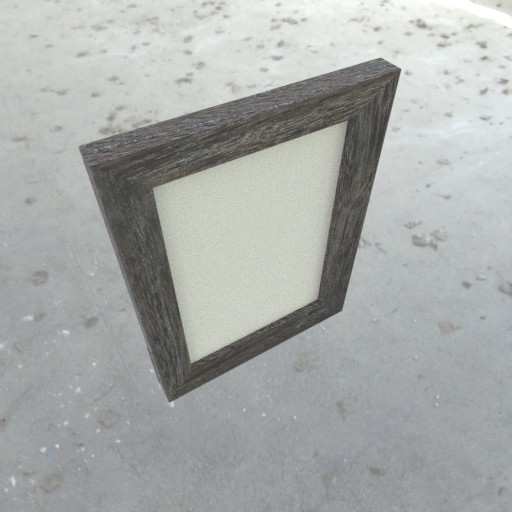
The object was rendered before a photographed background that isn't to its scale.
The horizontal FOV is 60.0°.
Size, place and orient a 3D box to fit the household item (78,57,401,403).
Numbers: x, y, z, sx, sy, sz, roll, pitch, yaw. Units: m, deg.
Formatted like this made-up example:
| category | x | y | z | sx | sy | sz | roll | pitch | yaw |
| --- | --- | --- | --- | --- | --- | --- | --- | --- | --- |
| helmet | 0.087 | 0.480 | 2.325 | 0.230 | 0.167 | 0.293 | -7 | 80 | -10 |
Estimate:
| category | x | y | z | sx | sy | sz | roll | pitch | yaw |
| --- | --- | --- | --- | --- | --- | --- | --- | --- | --- |
| household item | 0.000 | 0.000 | 0.280 | 0.160 | 0.210 | 0.020 | -24 | 52 | -20 |
